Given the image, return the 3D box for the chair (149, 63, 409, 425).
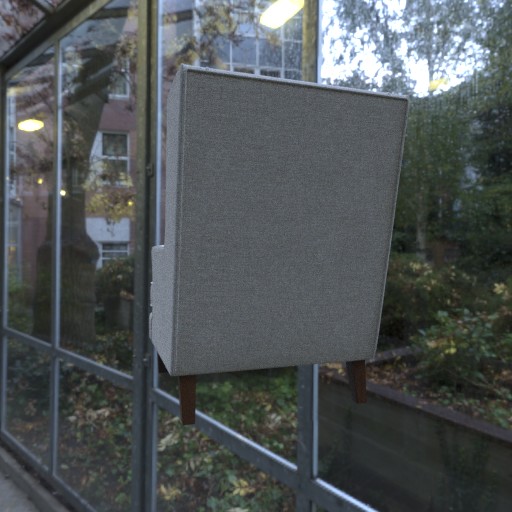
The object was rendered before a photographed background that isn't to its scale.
[{"bbox_3d":[0.000,0.000,1.776,0.764,1.082,0.948,0,0,-19],"label":"chair"}]
